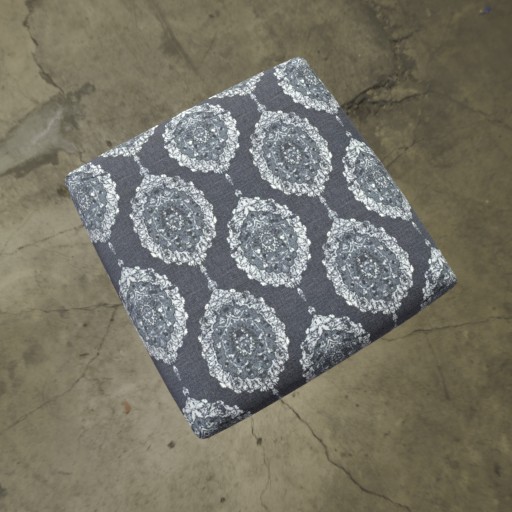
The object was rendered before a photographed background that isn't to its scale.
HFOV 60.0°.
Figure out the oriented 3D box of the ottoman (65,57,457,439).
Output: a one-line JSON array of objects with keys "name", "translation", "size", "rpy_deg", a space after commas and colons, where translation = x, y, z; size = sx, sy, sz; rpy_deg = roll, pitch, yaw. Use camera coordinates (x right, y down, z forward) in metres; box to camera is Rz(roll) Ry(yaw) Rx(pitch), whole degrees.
[{"name": "ottoman", "translation": [0.000, 0.000, 0.920], "size": [0.497, 0.475, 0.507], "rpy_deg": [-29, 78, -7]}]
